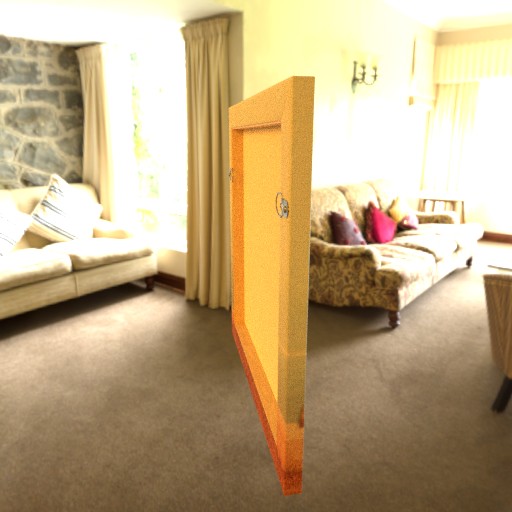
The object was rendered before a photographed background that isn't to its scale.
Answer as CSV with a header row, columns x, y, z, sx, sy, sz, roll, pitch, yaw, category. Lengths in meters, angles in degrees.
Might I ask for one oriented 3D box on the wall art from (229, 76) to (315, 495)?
x,y,z,sx,sy,sz,roll,pitch,yaw,category
0.000,0.000,0.895,0.034,0.605,0.605,-3,15,-10,wall art
